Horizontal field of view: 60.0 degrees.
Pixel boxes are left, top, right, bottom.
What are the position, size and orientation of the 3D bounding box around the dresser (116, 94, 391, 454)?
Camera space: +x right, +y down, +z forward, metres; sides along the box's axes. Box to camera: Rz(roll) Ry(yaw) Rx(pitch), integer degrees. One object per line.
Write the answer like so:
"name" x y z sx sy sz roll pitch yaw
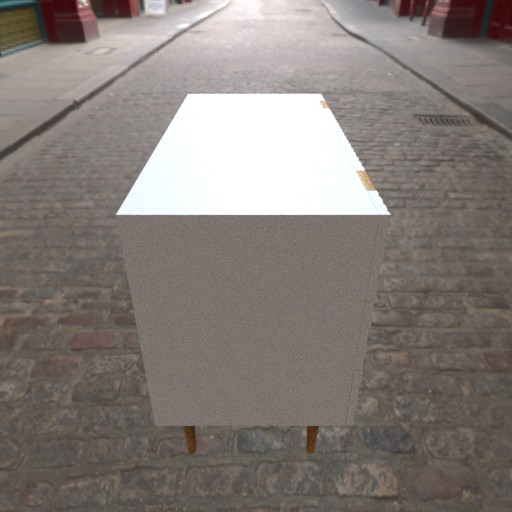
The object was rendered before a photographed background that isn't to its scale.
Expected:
"dresser" 0.000 0.000 1.297 0.457 0.721 0.905 0 32 0
